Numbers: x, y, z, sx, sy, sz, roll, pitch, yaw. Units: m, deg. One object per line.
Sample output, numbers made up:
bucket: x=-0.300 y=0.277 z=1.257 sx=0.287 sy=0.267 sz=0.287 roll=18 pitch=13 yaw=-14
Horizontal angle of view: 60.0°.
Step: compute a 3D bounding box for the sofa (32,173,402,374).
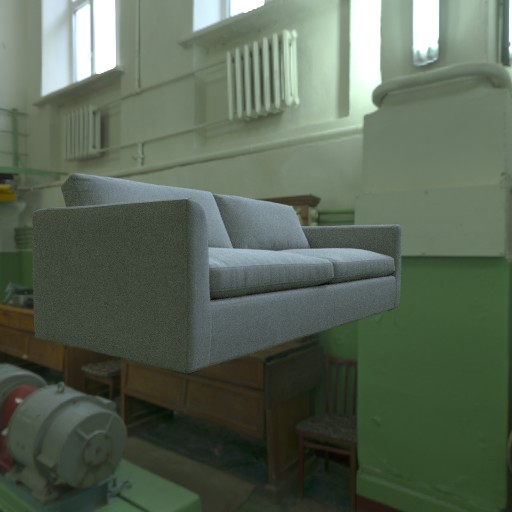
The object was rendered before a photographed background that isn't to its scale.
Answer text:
sofa: x=0.000 y=0.000 z=2.740 sx=1.090 sy=0.838 sz=2.588 roll=1 pitch=1 yaw=36
